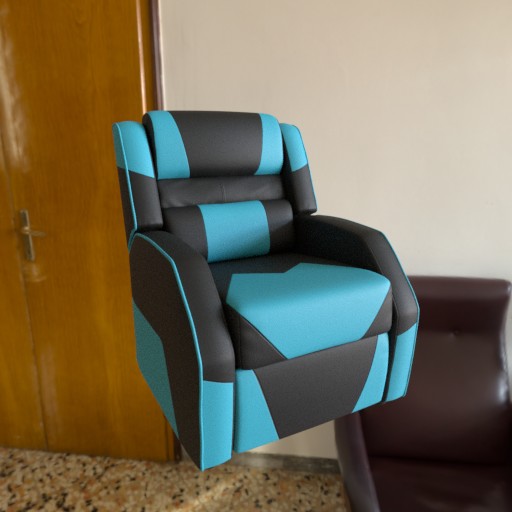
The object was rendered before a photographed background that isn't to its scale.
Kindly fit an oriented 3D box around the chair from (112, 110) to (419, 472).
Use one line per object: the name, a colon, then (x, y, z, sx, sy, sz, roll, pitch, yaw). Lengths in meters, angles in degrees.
chair: (0.000, 0.000, 1.254, 0.620, 0.805, 0.672, -8, 17, -27)
